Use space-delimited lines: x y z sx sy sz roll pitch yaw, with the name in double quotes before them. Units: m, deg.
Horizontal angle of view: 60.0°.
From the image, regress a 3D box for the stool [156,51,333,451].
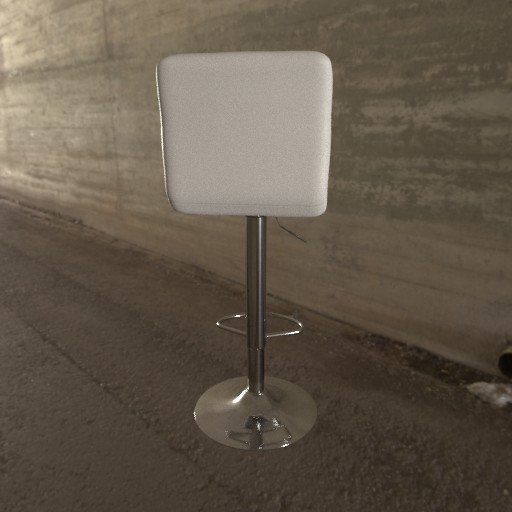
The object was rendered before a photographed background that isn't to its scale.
"stool" 0.000 0.000 1.399 0.430 1.115 0.505 2 16 8
